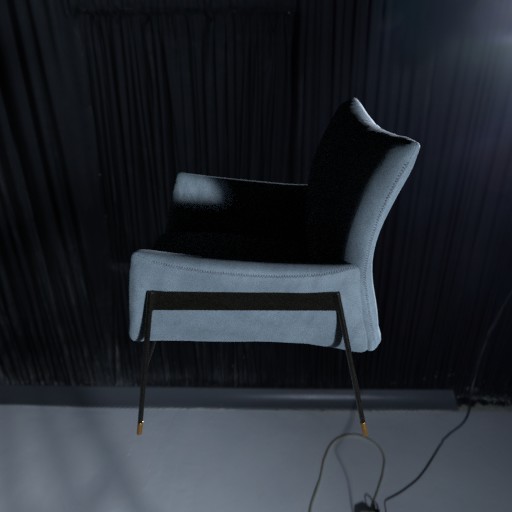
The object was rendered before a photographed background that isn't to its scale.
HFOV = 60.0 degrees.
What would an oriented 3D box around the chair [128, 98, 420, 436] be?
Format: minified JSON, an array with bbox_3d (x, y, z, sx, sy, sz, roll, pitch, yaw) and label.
[{"bbox_3d":[0.000,0.000,1.387,0.709,0.858,0.678,0,27,0],"label":"chair"}]
